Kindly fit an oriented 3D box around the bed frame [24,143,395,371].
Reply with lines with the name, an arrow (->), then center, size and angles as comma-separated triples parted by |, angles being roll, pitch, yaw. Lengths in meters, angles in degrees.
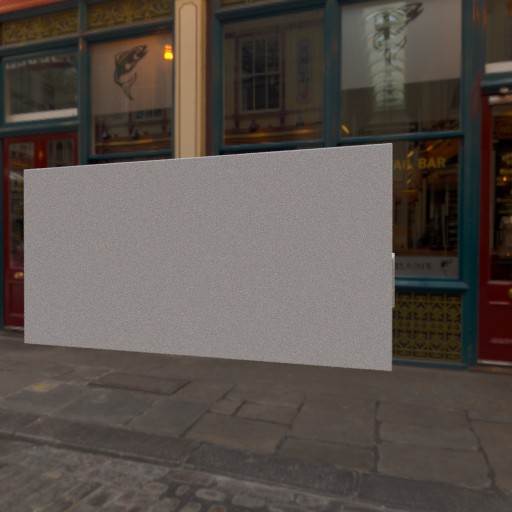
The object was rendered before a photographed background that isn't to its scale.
bed frame -> 0.000, 0.000, 2.733 | 1.622, 0.800, 1.960 | 0, 0, 18
